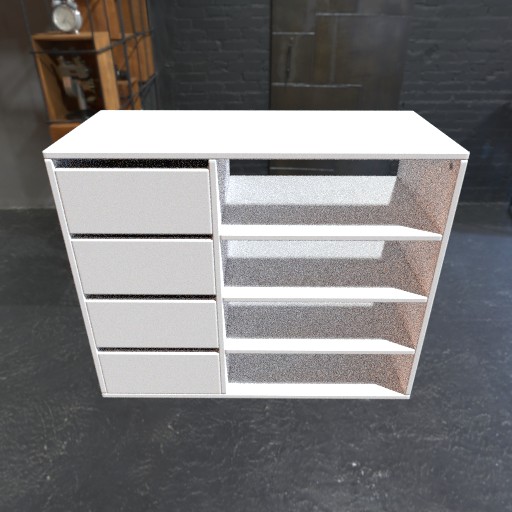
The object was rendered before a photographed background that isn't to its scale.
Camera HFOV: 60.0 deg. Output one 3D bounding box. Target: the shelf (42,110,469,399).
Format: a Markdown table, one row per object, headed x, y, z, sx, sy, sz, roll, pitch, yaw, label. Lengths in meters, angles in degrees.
| x | y | z | sx | sy | sz | roll | pitch | yaw | label |
| --- | --- | --- | --- | --- | --- | --- | --- | --- | --- |
| 0.000 | 0.000 | 1.280 | 0.895 | 0.732 | 0.396 | 0 | 30 | 0 | shelf |
